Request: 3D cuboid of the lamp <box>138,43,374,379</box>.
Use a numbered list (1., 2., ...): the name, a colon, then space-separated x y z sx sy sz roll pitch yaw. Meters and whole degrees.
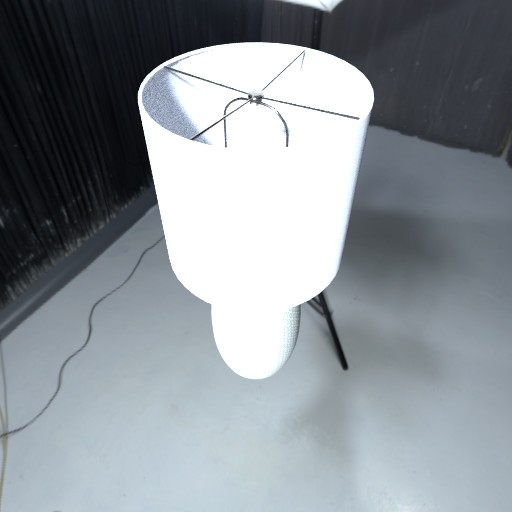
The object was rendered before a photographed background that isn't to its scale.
1. lamp: 0.000 0.000 0.576 0.217 0.453 0.217 23 50 20
